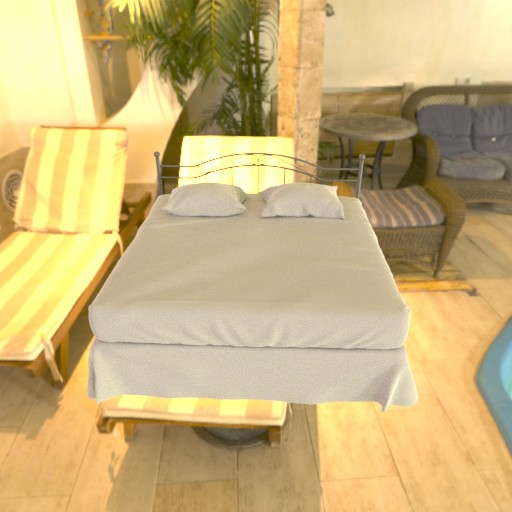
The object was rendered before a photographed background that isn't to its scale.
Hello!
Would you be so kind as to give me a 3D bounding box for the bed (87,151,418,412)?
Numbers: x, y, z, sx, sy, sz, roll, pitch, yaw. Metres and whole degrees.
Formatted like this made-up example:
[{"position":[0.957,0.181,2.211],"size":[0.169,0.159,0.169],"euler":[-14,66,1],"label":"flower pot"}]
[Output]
[{"position":[0.000,0.000,3.582],"size":[2.309,1.080,2.220],"euler":[1,29,2],"label":"bed"}]
